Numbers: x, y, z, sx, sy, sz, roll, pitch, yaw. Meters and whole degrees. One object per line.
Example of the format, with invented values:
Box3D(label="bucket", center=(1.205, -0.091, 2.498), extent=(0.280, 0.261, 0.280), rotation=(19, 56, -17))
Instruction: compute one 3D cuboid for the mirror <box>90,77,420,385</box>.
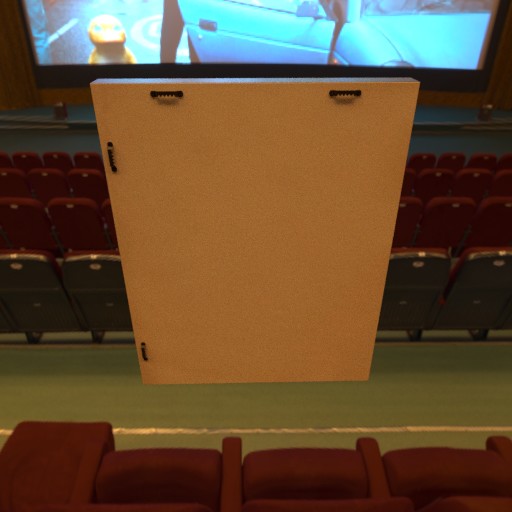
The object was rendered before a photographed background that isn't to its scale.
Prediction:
Box3D(label="mirror", center=(0.000, 0.000, 0.683), extent=(0.405, 0.508, 0.041), rotation=(-1, 30, -1))
